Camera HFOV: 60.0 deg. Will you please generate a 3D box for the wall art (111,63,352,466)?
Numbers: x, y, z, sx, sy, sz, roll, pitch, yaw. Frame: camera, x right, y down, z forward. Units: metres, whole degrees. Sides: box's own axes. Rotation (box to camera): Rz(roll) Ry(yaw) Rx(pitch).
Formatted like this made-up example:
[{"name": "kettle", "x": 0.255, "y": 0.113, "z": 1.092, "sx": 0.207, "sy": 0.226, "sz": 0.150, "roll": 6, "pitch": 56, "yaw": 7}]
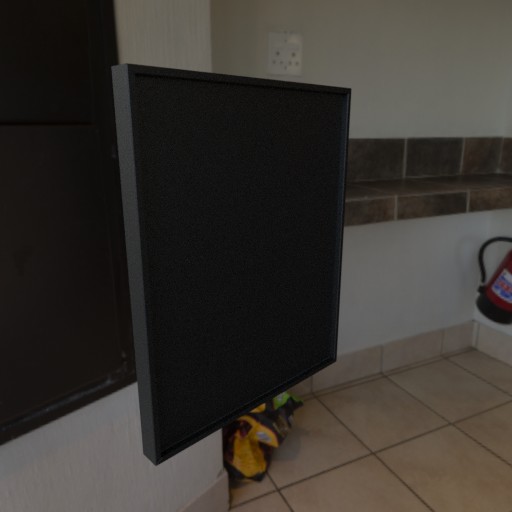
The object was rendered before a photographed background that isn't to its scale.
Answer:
[{"name": "wall art", "x": 0.000, "y": 0.000, "z": 0.747, "sx": 0.449, "sy": 0.555, "sz": 0.039, "roll": -15, "pitch": 21, "yaw": -42}]
